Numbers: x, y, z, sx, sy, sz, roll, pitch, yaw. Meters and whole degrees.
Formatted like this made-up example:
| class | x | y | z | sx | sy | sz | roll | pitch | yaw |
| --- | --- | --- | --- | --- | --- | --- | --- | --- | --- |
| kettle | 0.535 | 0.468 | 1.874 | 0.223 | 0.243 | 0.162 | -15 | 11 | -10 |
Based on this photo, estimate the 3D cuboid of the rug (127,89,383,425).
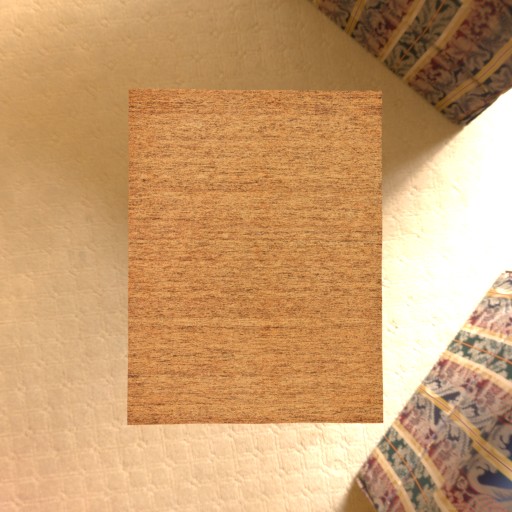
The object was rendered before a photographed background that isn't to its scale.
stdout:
| class | x | y | z | sx | sy | sz | roll | pitch | yaw |
| --- | --- | --- | --- | --- | --- | --- | --- | --- | --- |
| rug | 0.000 | 0.000 | 4.243 | 2.438 | 0.012 | 3.200 | 0 | 89 | -1 |
